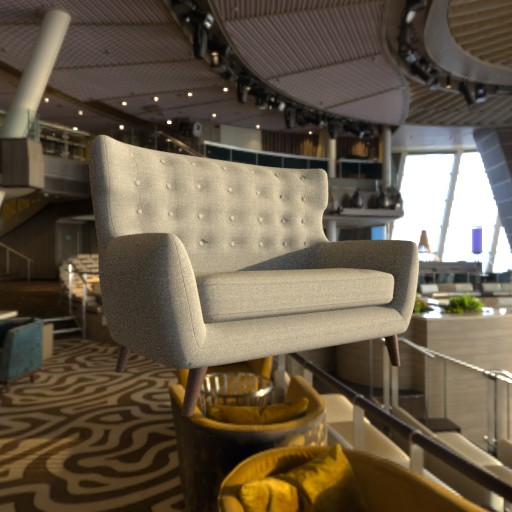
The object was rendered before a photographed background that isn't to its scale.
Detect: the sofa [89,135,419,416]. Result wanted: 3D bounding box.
[{"bbox_3d":[0.000,0.000,2.065,1.386,1.028,0.884,0,0,-36],"label":"sofa"}]
